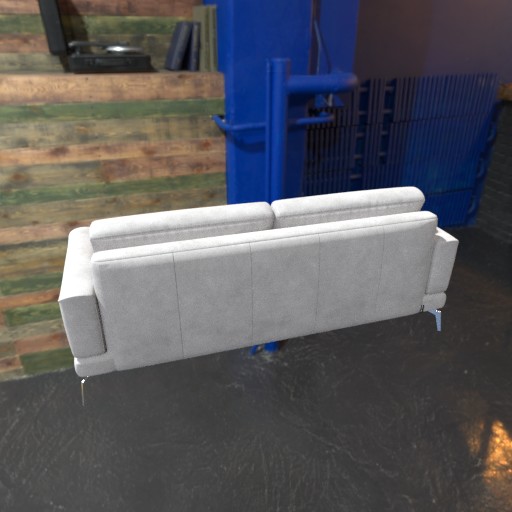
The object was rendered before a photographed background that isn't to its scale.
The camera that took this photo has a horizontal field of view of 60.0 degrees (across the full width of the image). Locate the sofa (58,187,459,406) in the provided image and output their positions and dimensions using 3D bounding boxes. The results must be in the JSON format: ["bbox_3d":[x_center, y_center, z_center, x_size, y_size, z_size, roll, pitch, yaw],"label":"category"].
[{"bbox_3d":[0.000,0.000,2.549,2.013,0.830,0.980,-8,28,-15],"label":"sofa"}]
